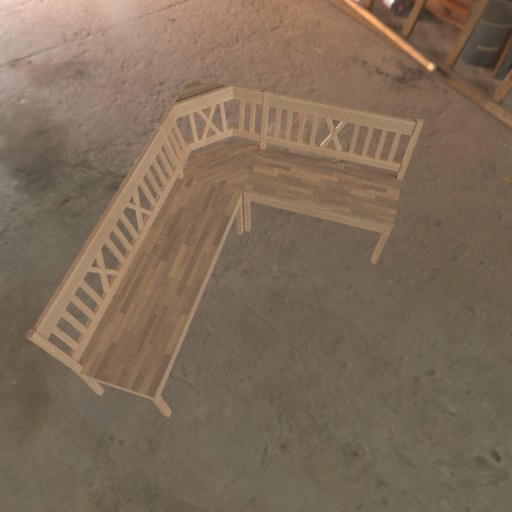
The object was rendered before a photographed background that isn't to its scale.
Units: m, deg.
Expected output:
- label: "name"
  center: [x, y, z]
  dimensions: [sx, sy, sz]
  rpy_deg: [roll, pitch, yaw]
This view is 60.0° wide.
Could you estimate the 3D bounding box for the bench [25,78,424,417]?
- label: "bench"
  center: [0.000, 0.000, 2.704]
  dimensions: [1.537, 0.902, 1.937]
  rpy_deg: [15, 59, 9]
